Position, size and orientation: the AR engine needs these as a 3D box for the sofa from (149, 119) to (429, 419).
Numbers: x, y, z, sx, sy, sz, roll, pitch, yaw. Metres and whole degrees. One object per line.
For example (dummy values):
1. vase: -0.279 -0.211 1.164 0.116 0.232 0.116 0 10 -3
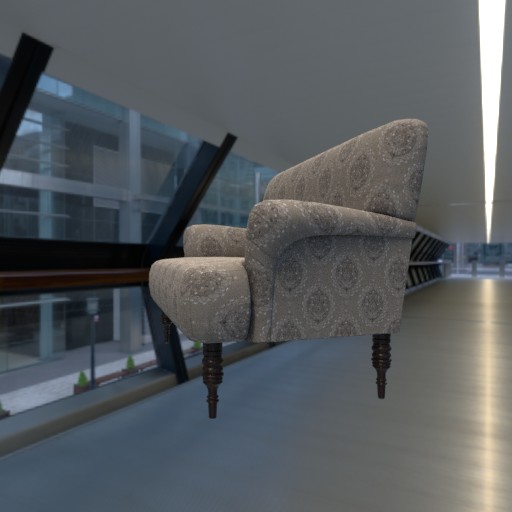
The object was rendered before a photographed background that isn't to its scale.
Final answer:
1. sofa: 0.000 0.000 1.825 0.779 0.889 1.297 0 0 -18
